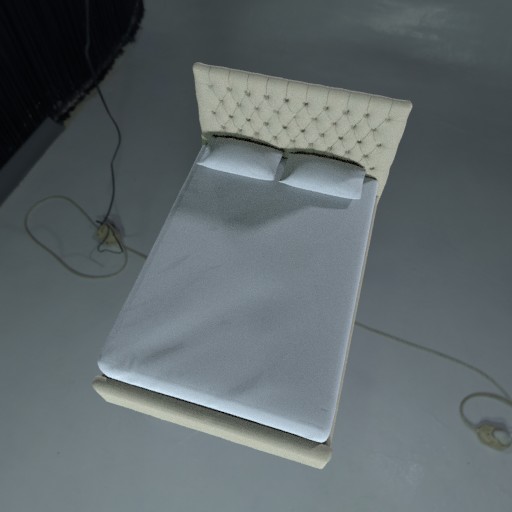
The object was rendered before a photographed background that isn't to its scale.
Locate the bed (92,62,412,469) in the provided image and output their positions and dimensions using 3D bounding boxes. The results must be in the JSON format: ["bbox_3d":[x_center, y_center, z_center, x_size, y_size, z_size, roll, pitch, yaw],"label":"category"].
[{"bbox_3d":[0.000,0.000,3.317,1.698,1.427,2.387,14,58,9],"label":"bed"}]
